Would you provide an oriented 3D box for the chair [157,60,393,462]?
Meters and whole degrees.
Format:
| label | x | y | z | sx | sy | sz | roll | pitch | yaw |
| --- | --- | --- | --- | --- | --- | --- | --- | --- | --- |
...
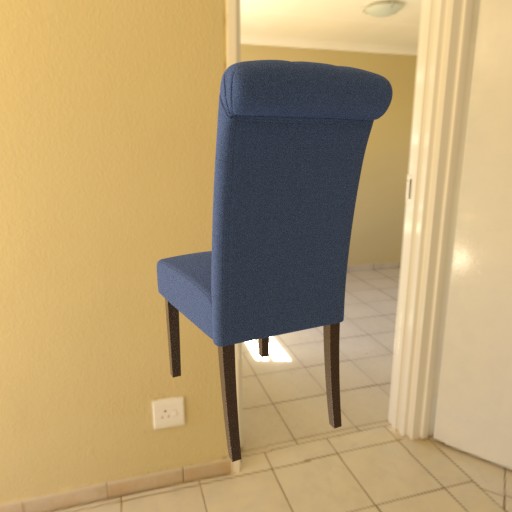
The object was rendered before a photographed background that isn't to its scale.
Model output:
| label | x | y | z | sx | sy | sz | roll | pitch | yaw |
| --- | --- | --- | --- | --- | --- | --- | --- | --- | --- |
| chair | 0.000 | 0.000 | 1.348 | 0.456 | 1.006 | 0.671 | -7 | 15 | -25 |
